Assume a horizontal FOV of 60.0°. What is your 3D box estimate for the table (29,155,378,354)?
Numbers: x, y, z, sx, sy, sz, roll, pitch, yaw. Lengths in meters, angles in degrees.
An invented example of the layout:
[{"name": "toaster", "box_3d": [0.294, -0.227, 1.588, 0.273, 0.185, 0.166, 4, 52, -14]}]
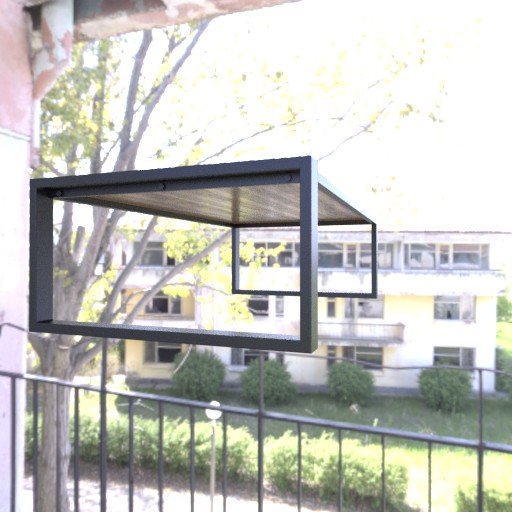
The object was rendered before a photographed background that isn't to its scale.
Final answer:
[{"name": "table", "box_3d": [0.000, 0.000, 1.651, 0.750, 0.400, 1.350, 0, 0, 21]}]
